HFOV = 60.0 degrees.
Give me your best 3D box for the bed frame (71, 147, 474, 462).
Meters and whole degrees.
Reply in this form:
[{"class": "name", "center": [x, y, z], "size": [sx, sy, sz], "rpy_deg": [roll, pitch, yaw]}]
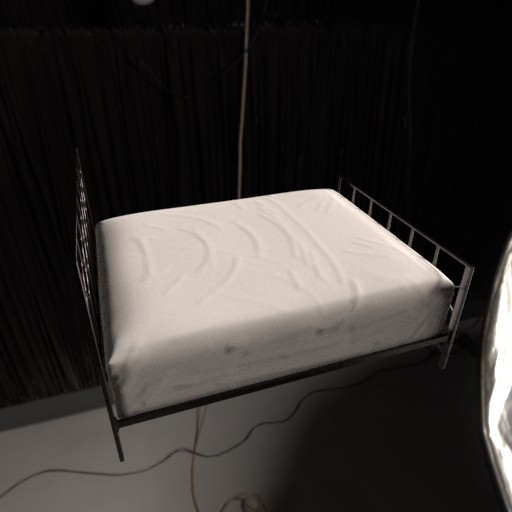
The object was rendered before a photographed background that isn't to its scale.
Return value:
[{"class": "bed frame", "center": [0.000, 0.000, 2.953], "size": [2.063, 1.222, 1.597], "rpy_deg": [-10, 32, -16]}]
